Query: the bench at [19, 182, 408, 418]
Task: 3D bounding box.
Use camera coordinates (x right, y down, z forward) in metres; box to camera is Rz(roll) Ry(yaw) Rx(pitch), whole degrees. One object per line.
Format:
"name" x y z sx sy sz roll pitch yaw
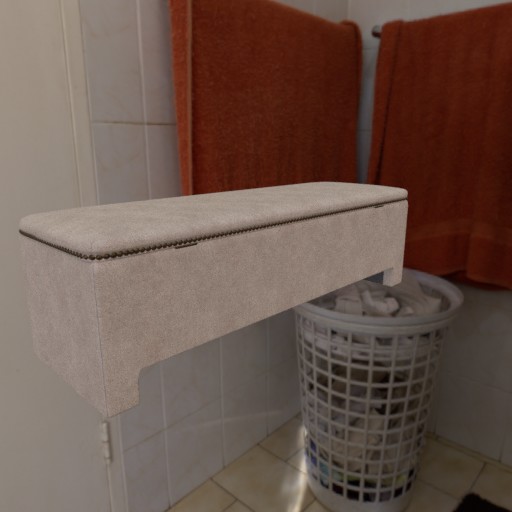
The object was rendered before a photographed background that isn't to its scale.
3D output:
"bench" 0.000 0.000 1.649 0.470 0.447 1.482 14 20 43
